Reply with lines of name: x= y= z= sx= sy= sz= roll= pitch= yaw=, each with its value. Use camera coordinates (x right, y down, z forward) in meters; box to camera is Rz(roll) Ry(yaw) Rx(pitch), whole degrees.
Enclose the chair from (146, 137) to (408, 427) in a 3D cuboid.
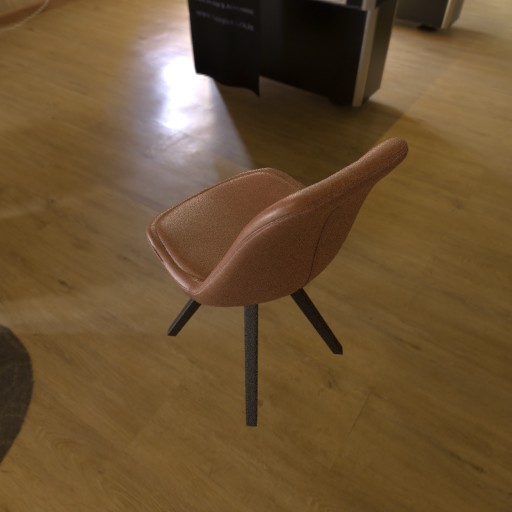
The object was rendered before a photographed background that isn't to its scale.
chair: x=0.000 y=0.000 z=1.176 sx=0.475 sy=0.850 sz=0.550 roll=-32 pitch=55 yaw=-26
